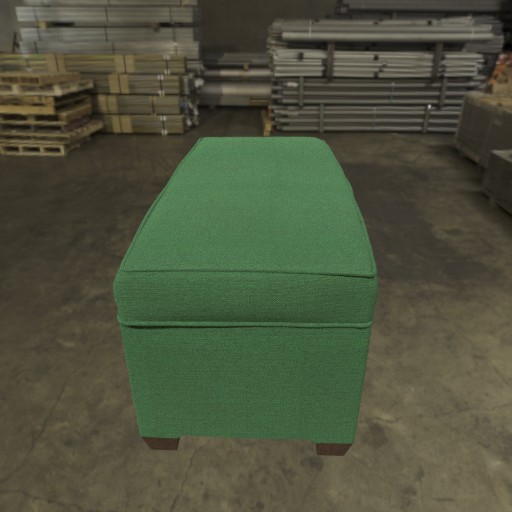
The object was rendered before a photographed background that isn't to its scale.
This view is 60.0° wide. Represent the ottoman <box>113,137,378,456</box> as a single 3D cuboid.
[{"bbox_3d":[0.000,0.000,1.215,0.483,0.471,0.957,1,28,2],"label":"ottoman"}]
